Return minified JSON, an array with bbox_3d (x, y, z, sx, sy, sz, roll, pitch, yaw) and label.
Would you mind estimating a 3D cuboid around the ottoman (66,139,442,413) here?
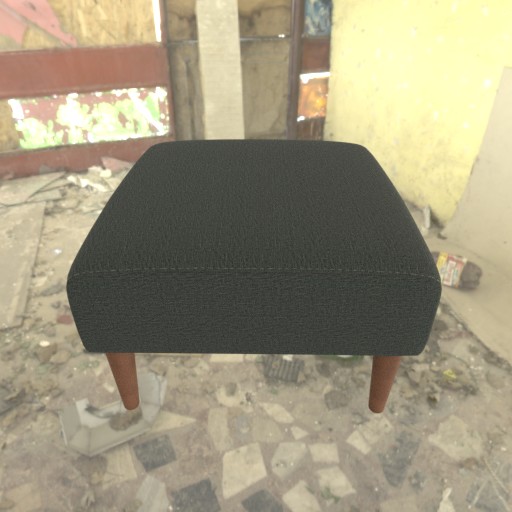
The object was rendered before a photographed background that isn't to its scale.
[{"bbox_3d":[0.000,0.000,1.063,0.649,0.398,0.650,0,32,1],"label":"ottoman"}]
